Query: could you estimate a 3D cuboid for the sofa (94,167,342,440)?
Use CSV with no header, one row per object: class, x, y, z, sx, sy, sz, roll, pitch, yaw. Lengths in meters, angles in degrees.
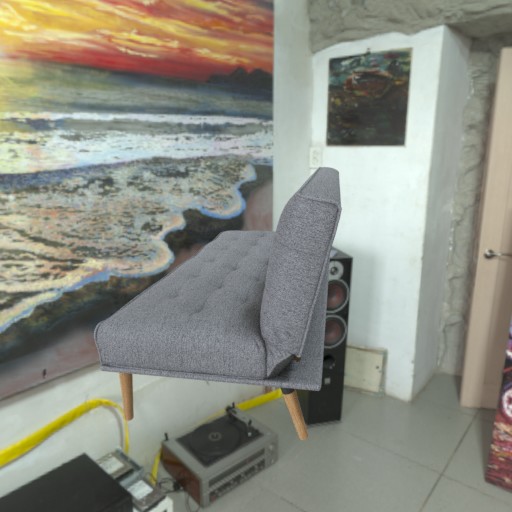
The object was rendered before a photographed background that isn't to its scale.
sofa,0.000,0.000,2.263,0.810,0.830,1.820,2,14,10
